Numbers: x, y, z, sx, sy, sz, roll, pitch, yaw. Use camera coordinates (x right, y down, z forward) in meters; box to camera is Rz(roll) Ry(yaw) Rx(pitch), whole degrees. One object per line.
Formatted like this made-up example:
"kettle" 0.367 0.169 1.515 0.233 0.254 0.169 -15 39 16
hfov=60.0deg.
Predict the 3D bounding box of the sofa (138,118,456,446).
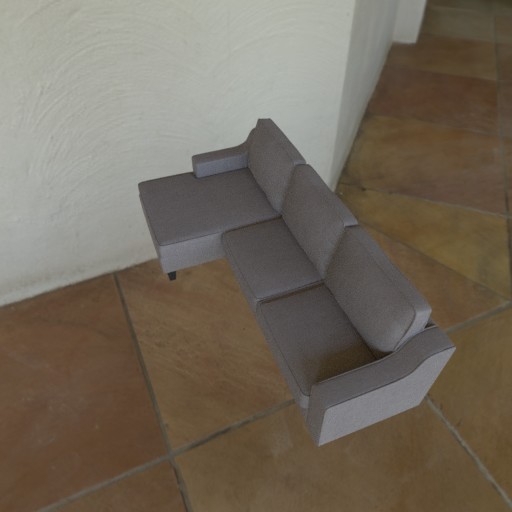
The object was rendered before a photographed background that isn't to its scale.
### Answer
"sofa" 0.000 0.000 3.206 1.294 0.928 2.561 -15 47 -15
